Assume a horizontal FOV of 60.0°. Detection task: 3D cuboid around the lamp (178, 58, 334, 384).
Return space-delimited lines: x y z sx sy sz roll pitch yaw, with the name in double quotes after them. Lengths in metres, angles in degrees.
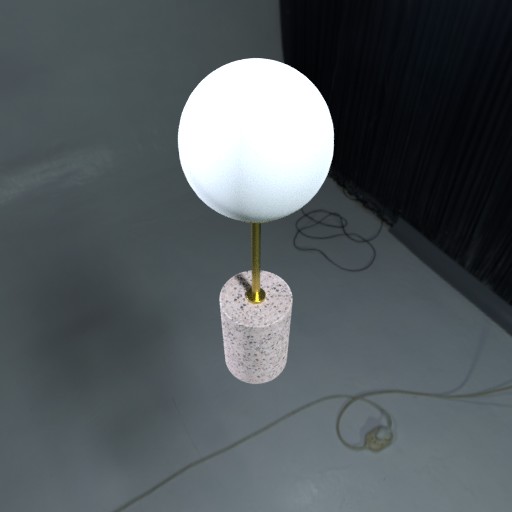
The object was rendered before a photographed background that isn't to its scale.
0.000 0.000 0.560 0.153 0.480 0.153 0 46 0 "lamp"
